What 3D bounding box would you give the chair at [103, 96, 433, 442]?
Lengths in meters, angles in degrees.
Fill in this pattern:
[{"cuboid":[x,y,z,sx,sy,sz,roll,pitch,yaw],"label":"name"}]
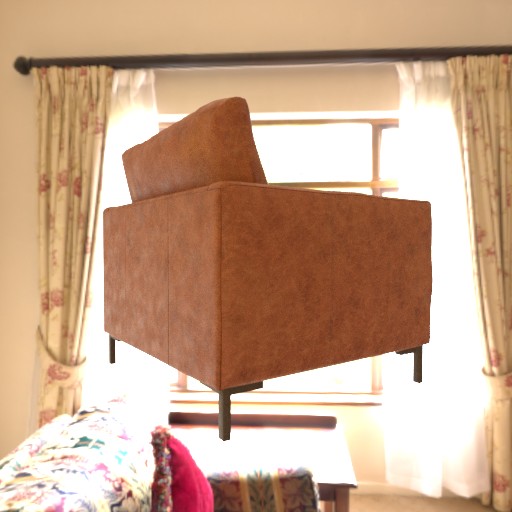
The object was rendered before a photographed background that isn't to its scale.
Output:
[{"cuboid":[0.000,0.000,1.653,0.862,0.869,0.967,-1,2,-36],"label":"chair"}]
